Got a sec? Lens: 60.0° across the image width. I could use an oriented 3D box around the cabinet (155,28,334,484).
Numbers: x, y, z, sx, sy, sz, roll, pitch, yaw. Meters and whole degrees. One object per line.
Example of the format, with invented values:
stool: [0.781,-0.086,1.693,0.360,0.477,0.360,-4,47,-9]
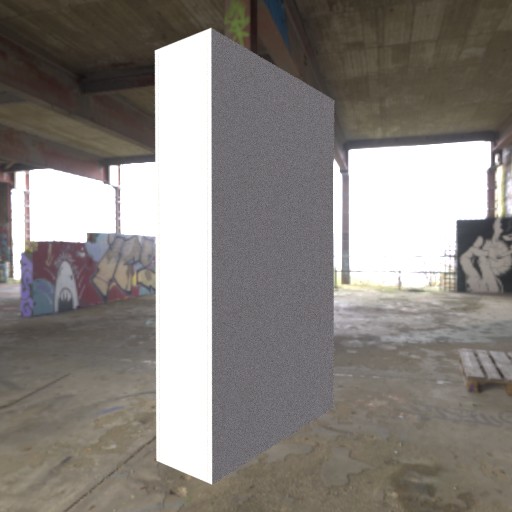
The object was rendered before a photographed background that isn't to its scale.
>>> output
cabinet: [0.000,0.000,1.617,0.250,1.280,0.750,1,1,37]
